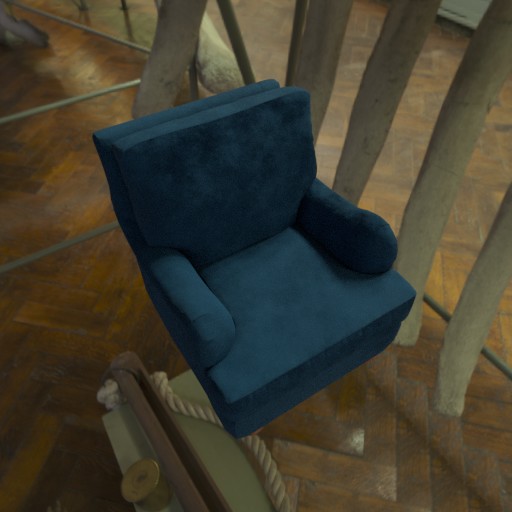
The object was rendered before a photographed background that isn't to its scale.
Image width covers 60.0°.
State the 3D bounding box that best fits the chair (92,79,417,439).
[{"bbox_3d":[0.000,0.000,1.869,0.895,1.076,1.078,-25,53,-21],"label":"chair"}]
